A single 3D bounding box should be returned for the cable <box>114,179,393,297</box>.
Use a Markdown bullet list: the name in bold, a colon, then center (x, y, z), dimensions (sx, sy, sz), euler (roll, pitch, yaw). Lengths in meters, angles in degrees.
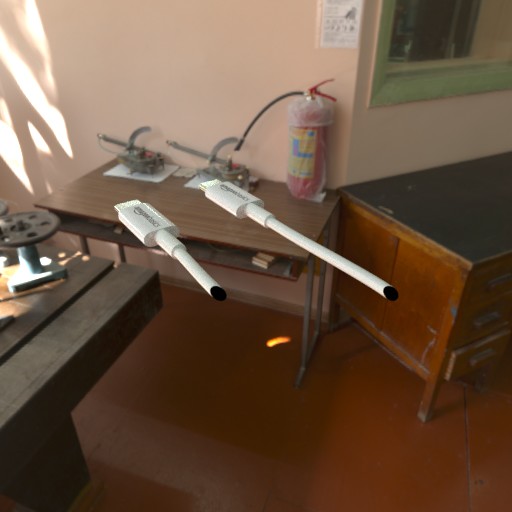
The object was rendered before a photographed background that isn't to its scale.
- **cable**: center (0.000, 0.000, 0.114), dimensions (0.041, 0.005, 0.098), euler (-20, 37, -30)
